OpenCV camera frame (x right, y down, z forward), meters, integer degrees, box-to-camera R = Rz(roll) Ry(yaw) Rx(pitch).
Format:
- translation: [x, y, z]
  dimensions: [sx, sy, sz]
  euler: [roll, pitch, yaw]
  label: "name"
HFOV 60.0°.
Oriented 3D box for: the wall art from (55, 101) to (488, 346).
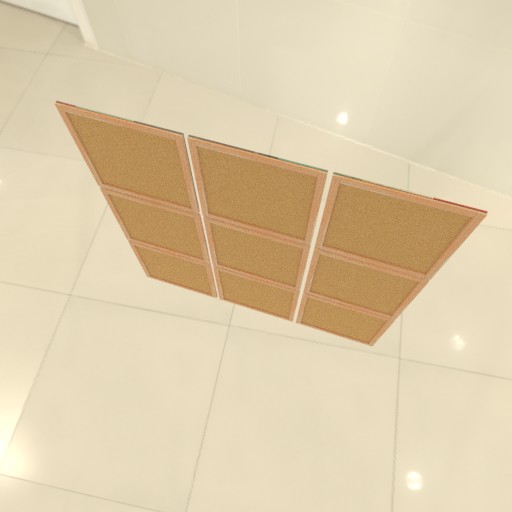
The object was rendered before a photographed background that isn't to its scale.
- translation: [0.000, 0.000, 1.736]
  dimensions: [1.216, 1.220, 0.013]
  euler: [16, 64, 8]
  label: "wall art"
